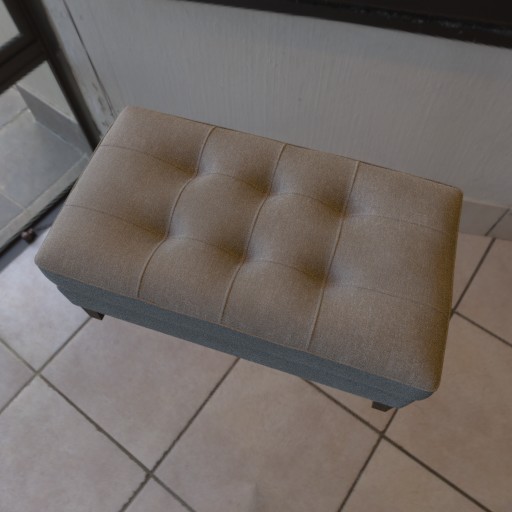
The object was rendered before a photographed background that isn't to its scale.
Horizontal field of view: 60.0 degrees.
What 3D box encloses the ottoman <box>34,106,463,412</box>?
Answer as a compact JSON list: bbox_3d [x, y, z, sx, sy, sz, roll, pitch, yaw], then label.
[{"bbox_3d":[0.000,0.000,1.449,1.143,0.514,0.648,16,64,8],"label":"ottoman"}]
